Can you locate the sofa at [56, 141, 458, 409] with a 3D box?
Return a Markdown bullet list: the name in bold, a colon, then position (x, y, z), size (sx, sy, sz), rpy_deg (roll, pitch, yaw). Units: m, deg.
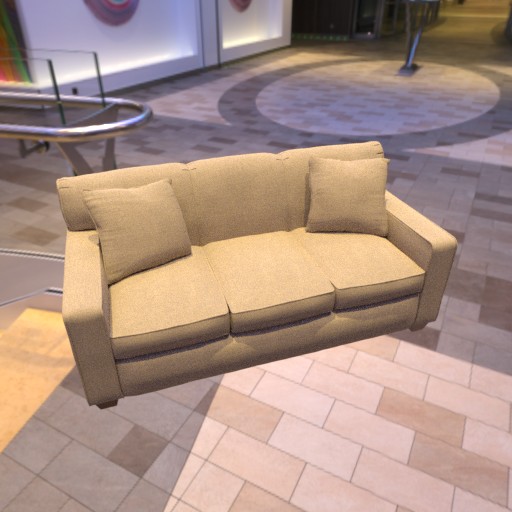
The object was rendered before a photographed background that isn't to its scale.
- **sofa**: position (0.000, 0.000, 2.563), size (2.024, 0.958, 0.997), rpy_deg (-10, 33, -16)
